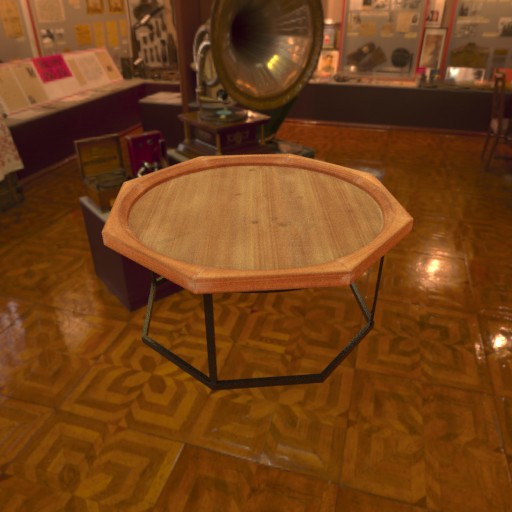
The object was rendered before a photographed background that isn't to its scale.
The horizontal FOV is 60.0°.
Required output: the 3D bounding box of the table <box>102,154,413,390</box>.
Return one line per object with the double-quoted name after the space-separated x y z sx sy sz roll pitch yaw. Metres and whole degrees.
0.000 0.000 1.586 1.002 0.444 1.002 0 31 0 "table"
